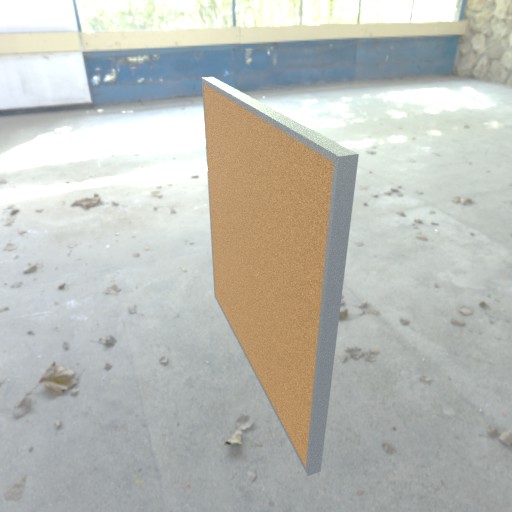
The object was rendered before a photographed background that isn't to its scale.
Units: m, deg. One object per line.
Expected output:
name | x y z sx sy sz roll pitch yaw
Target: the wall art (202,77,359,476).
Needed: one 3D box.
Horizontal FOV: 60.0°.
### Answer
wall art | 0.000 0.000 1.217 0.038 0.807 0.809 -11 32 -18
